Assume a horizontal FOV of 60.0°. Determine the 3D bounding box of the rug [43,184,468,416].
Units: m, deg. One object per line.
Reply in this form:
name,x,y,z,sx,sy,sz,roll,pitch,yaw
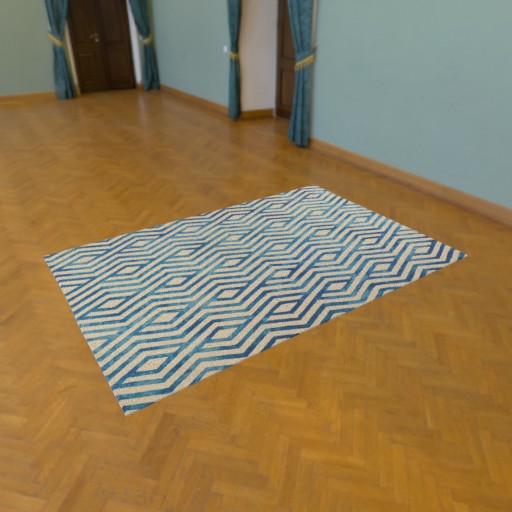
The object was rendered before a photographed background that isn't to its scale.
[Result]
rug,0.000,0.000,2.296,1.830,0.008,1.225,-19,35,-29
